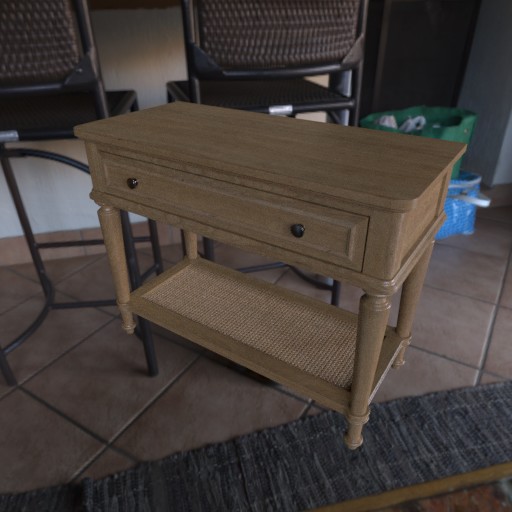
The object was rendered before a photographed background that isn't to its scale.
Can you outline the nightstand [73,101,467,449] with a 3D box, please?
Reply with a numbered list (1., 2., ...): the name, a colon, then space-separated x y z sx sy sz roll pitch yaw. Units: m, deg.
1. nightstand: 0.000 0.000 1.287 0.914 0.700 0.432 18 35 29
